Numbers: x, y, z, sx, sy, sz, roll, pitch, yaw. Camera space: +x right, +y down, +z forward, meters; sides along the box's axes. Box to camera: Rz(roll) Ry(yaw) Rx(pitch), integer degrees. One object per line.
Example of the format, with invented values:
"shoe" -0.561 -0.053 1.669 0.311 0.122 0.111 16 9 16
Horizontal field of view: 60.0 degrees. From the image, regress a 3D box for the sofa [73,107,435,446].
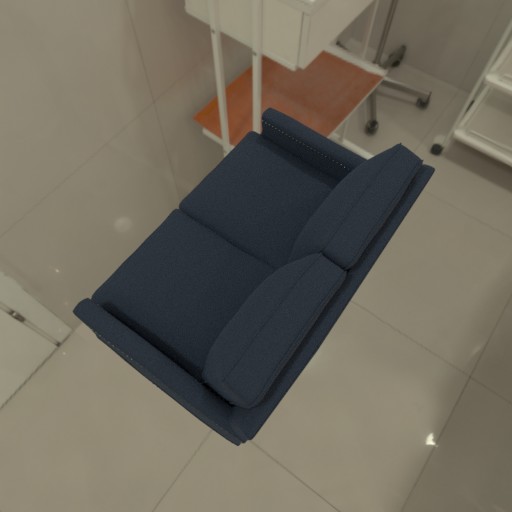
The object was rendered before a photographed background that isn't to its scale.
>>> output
"sofa" 0.000 0.000 2.312 1.084 1.003 1.597 33 68 15
